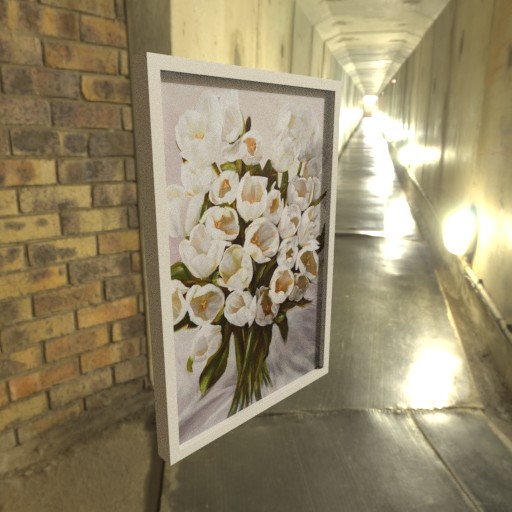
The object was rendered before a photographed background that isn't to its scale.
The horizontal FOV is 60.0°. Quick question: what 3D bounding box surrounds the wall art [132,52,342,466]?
[{"bbox_3d":[0.000,0.000,0.845,0.450,0.657,0.038,-14,20,-43],"label":"wall art"}]
